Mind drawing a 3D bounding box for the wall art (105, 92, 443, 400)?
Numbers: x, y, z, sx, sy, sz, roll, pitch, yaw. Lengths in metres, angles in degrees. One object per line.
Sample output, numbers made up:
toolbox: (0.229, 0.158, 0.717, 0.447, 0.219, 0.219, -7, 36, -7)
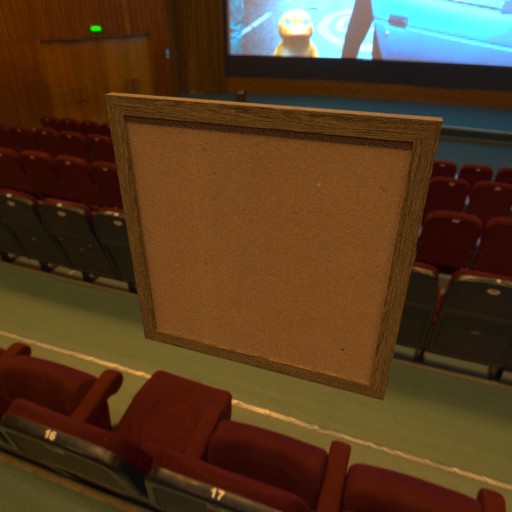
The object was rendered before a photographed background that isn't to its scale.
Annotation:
wall art: (0.000, 0.000, 0.771, 0.508, 0.508, 0.019, 10, 32, 17)
